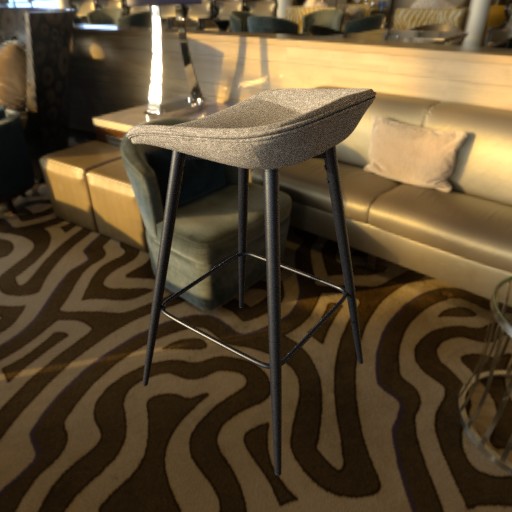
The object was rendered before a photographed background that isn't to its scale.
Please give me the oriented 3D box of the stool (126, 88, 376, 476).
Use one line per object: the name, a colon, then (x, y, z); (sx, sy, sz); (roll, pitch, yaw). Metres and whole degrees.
stool: (0.000, 0.000, 1.114); (0.480, 0.814, 0.469); (21, 37, 31)
